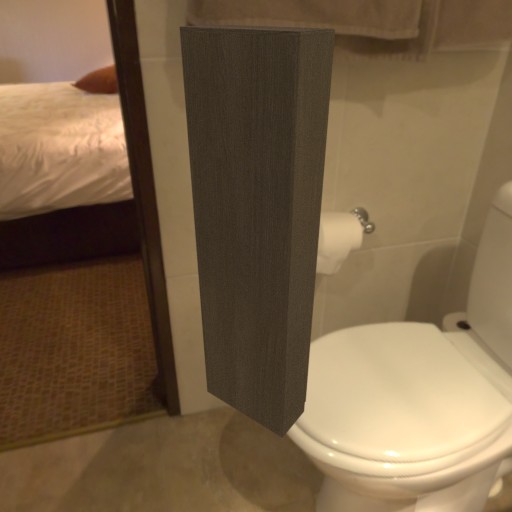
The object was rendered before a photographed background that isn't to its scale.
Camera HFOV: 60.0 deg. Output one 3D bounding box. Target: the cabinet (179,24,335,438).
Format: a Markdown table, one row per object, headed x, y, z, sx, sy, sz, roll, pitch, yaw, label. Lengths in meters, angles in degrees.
| x | y | z | sx | sy | sz | roll | pitch | yaw | label |
| --- | --- | --- | --- | --- | --- | --- | --- | --- | --- |
| 0.000 | 0.000 | 1.952 | 0.500 | 1.790 | 0.230 | 20 | 36 | 31 | cabinet |
